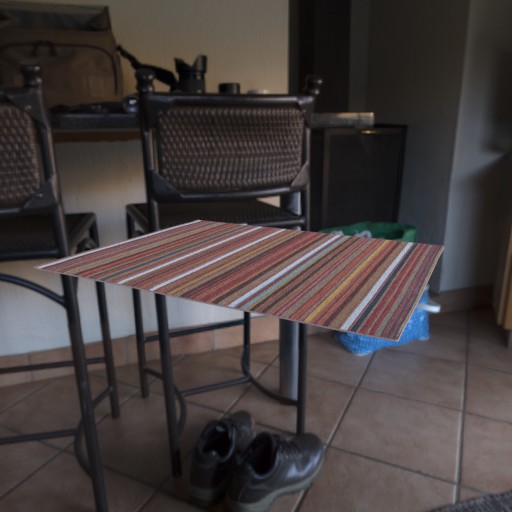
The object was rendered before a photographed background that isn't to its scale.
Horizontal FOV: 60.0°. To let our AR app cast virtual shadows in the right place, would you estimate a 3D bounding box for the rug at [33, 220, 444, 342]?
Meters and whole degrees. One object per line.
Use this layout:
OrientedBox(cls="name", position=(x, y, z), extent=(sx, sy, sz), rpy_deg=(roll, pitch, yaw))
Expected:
OrientedBox(cls="rug", position=(0.000, 0.000, 4.196), extent=(3.092, 0.023, 2.479), rpy_deg=(8, 17, 27))
